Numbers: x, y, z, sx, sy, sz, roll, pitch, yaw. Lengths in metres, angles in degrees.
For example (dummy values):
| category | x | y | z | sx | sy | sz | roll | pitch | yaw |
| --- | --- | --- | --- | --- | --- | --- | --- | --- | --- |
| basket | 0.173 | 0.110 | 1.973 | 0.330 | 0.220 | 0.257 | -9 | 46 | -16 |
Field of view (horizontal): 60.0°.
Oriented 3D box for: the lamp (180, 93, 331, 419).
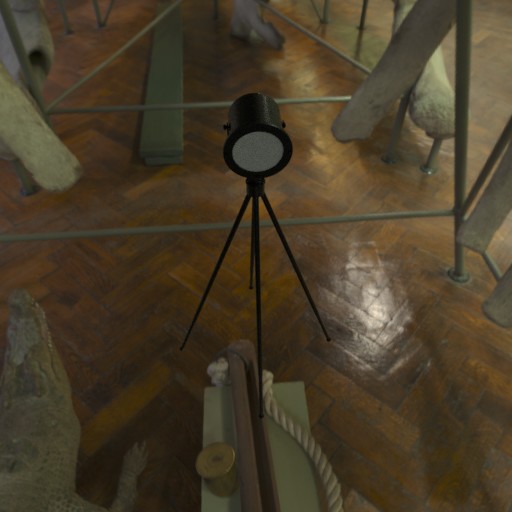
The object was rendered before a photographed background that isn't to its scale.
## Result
| category | x | y | z | sx | sy | sz | roll | pitch | yaw |
| --- | --- | --- | --- | --- | --- | --- | --- | --- | --- |
| lamp | 0.000 | 0.000 | 2.038 | 0.879 | 1.504 | 0.884 | -3 | 46 | -3 |
